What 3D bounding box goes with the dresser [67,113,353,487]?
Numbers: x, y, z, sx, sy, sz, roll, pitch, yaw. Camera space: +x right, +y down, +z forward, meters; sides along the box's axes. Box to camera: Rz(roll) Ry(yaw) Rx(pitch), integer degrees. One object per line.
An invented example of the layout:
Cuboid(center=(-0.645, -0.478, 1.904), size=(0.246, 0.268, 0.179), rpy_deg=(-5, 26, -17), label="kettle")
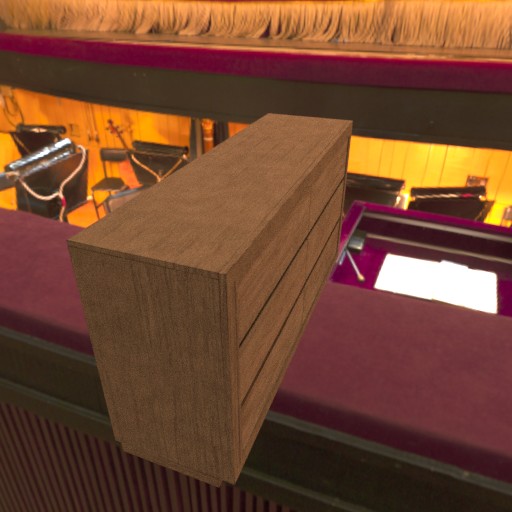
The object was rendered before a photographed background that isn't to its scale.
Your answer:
Cuboid(center=(0.000, 0.000, 2.016), size=(0.483, 0.889, 1.628), rpy_deg=(11, 32, 18), label="dresser")
